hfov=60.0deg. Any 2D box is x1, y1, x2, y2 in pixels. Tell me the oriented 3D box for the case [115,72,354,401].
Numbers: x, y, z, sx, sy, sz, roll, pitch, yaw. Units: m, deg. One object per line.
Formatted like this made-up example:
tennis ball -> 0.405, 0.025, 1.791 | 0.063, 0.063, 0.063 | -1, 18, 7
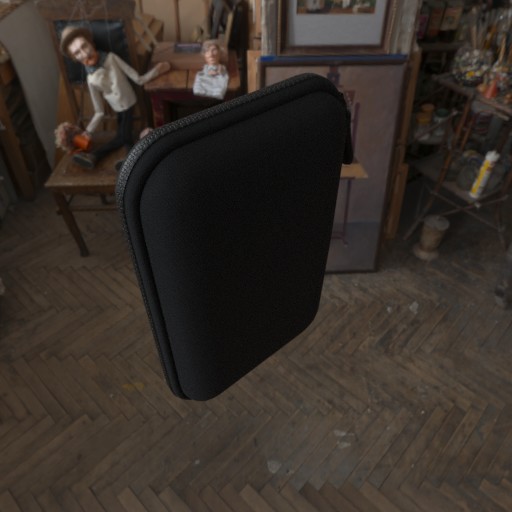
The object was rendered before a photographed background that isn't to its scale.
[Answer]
case -> 0.000, 0.000, 0.195 | 0.107, 0.147, 0.030 | -31, 53, -27
